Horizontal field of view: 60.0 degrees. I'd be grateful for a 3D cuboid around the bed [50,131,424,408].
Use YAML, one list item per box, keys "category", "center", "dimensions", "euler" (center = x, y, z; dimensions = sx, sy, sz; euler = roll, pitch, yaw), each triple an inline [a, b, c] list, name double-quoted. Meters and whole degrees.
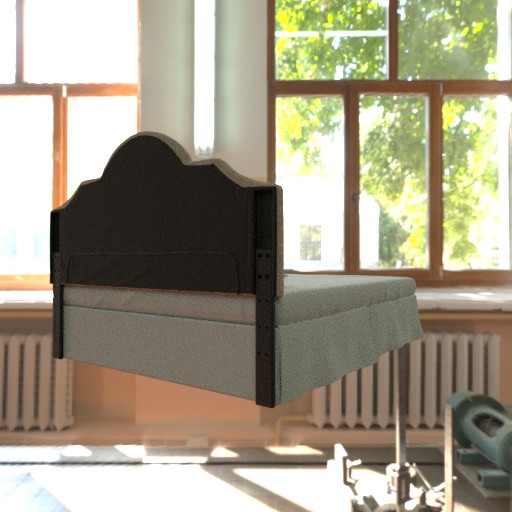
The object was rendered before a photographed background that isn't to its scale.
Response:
- category: "bed"
  center: [0.000, 0.000, 2.933]
  dimensions: [1.667, 1.194, 1.970]
  euler: [0, 0, 35]
